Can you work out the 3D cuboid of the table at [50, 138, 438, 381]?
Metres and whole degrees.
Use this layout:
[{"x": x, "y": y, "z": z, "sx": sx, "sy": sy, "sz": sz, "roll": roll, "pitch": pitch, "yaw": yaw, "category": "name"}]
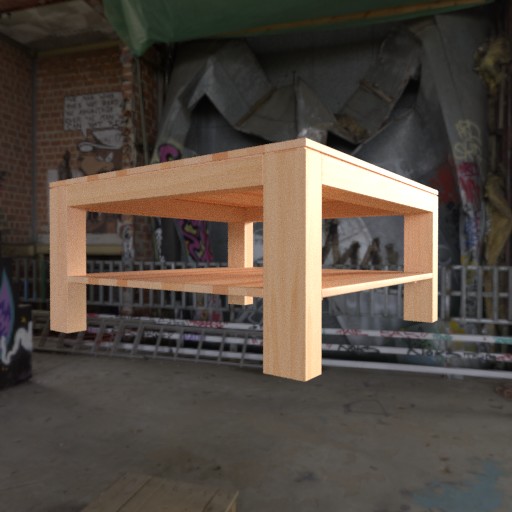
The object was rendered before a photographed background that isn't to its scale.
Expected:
[{"x": 0.000, "y": 0.000, "z": 1.445, "sx": 0.900, "sy": 0.450, "sz": 0.900, "roll": 1, "pitch": 1, "yaw": 37, "category": "table"}]
